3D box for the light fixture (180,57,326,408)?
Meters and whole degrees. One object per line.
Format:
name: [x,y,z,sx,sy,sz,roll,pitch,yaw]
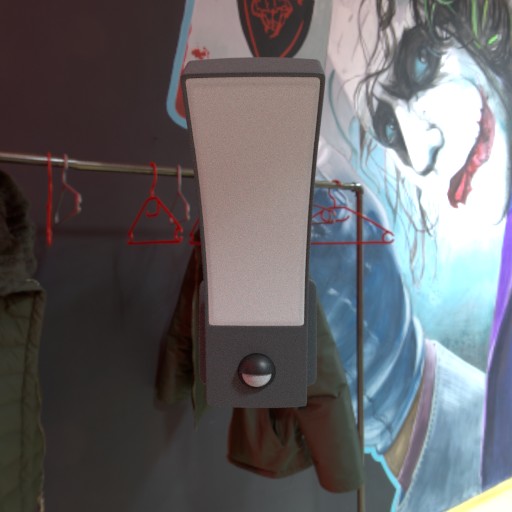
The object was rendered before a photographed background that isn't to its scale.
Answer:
light fixture: [0.000,0.000,0.336,0.108,0.243,0.174,0,1,1]
